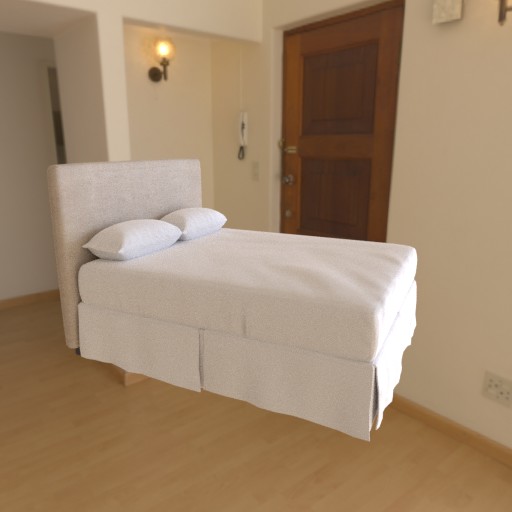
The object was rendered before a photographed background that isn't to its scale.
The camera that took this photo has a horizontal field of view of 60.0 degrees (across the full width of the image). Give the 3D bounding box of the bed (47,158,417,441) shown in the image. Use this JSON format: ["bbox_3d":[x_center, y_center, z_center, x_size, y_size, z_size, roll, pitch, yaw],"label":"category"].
[{"bbox_3d":[0.000,0.000,3.208,2.162,1.330,1.713,7,16,25],"label":"bed"}]
